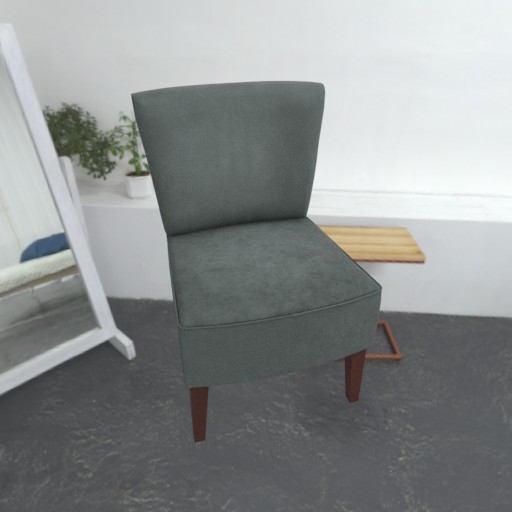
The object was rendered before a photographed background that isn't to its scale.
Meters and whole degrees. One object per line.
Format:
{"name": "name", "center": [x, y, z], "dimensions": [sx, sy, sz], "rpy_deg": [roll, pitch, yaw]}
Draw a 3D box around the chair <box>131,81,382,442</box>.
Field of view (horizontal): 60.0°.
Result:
{"name": "chair", "center": [0.000, 0.000, 1.202], "dimensions": [0.521, 0.806, 0.554], "rpy_deg": [-9, 33, -14]}
